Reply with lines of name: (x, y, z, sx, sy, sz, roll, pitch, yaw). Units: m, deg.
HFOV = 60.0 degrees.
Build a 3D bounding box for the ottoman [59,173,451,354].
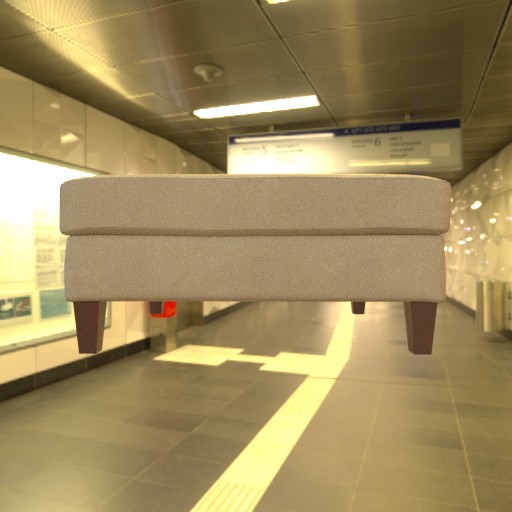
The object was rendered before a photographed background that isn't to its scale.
ottoman: (0.000, 0.000, 1.506, 1.002, 0.492, 0.836, 0, 1, 1)
